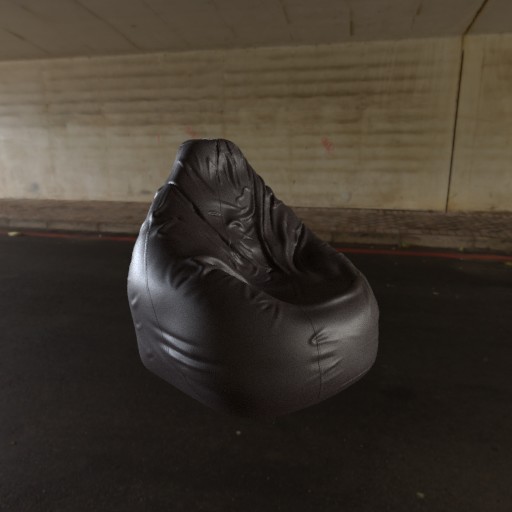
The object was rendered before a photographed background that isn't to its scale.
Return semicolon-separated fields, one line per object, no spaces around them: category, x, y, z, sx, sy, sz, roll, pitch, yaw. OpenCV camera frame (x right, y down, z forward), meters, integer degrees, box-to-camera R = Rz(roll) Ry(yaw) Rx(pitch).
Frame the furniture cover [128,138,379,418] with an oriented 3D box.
furniture cover;0.000;0.000;1.922;1.070;0.990;1.070;14;20;43
